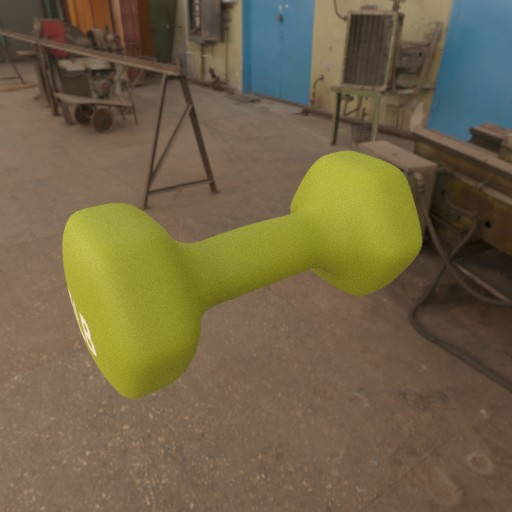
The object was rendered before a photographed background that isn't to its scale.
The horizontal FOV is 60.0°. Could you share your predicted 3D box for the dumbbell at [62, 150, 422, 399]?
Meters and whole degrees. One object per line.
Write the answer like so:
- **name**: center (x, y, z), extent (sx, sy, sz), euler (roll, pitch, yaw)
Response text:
- **dumbbell**: center (0.000, 0.000, 0.209), extent (0.164, 0.072, 0.080), euler (-18, 35, -29)
